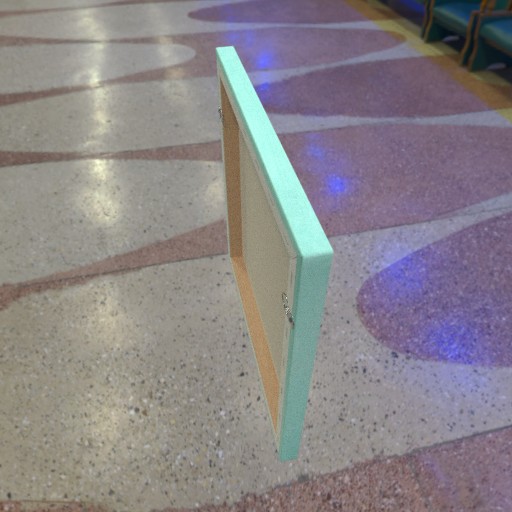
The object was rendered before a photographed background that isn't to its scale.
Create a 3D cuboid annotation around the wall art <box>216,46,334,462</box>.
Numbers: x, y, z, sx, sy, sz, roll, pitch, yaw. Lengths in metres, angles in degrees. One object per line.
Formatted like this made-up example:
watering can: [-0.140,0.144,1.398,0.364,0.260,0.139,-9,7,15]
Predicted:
wall art: [0.000,0.000,1.142,0.054,0.766,0.765,-9,46,-9]
